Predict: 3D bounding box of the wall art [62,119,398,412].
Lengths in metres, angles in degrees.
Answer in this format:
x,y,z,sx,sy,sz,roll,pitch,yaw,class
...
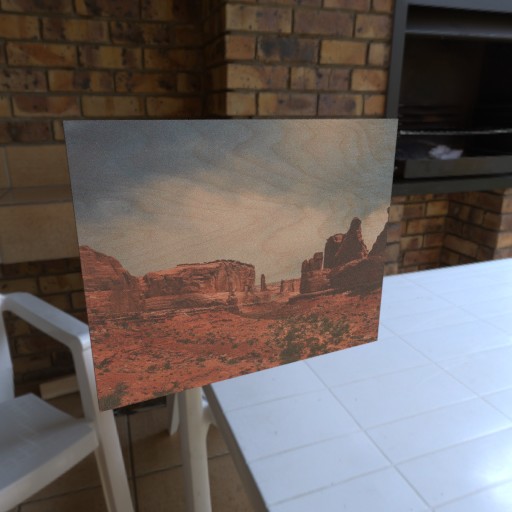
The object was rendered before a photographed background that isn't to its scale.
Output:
x,y,z,sx,sy,sz,roll,pitch,yaw,class
0.000,0.000,0.691,0.508,0.406,0.013,-8,19,-24,wall art
